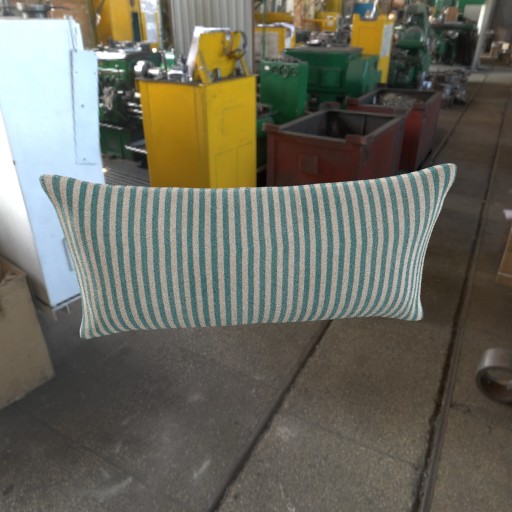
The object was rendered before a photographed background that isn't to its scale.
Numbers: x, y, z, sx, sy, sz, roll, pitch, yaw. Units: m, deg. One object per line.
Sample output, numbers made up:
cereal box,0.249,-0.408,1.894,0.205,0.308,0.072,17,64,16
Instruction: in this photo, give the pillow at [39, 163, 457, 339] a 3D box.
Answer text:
pillow,0.000,0.000,0.723,0.617,0.295,0.151,-3,29,-5
